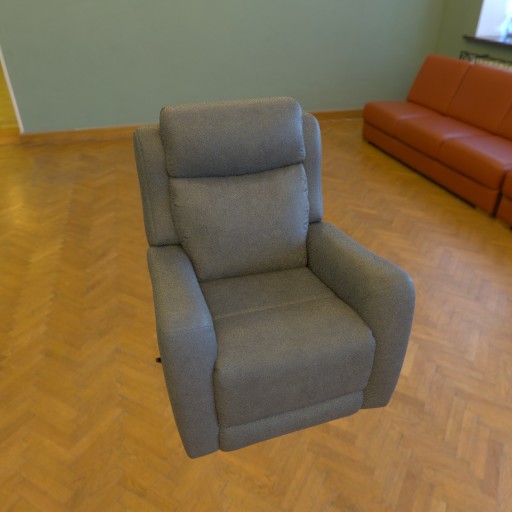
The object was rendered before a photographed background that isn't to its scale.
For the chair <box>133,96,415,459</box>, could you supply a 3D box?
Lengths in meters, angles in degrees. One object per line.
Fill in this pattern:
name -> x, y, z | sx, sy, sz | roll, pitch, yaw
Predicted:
chair -> 0.000, 0.000, 1.917 | 0.967, 1.116, 1.068 | -9, 33, -14
